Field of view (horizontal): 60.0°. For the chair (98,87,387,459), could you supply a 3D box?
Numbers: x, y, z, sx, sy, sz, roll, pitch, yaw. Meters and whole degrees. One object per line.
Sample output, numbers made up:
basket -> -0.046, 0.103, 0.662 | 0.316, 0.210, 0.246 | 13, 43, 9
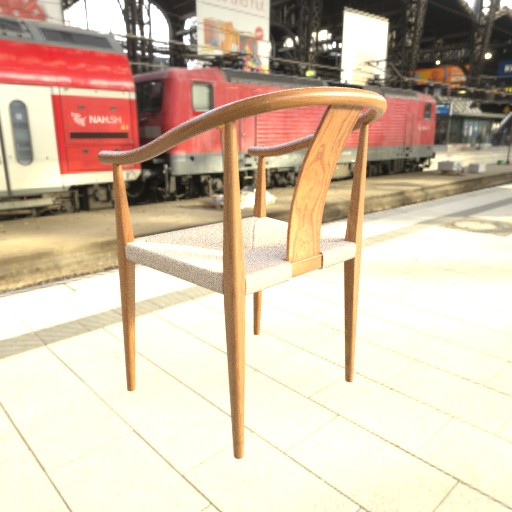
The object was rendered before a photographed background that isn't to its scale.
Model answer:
chair -> 0.000, 0.000, 1.176 | 0.579, 0.800, 0.556 | 15, 21, 43
